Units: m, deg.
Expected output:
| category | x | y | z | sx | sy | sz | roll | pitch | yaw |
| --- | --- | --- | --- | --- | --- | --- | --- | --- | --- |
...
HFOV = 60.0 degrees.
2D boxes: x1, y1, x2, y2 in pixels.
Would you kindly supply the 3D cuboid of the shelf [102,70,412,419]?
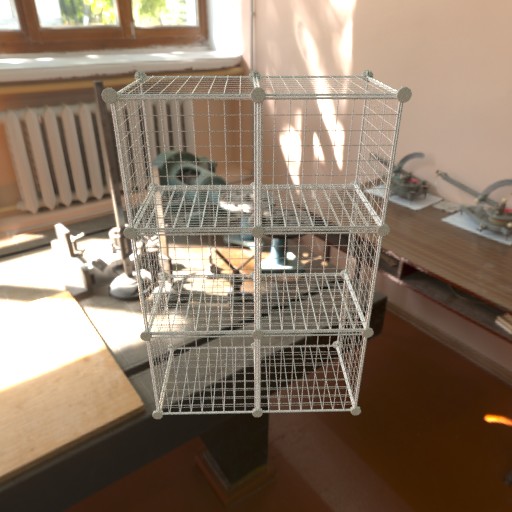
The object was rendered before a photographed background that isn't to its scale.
| category | x | y | z | sx | sy | sz | roll | pitch | yaw |
| --- | --- | --- | --- | --- | --- | --- | --- | --- | --- |
| shelf | 0.000 | 0.000 | 1.421 | 0.711 | 1.067 | 0.356 | -1 | 29 | -1 |
